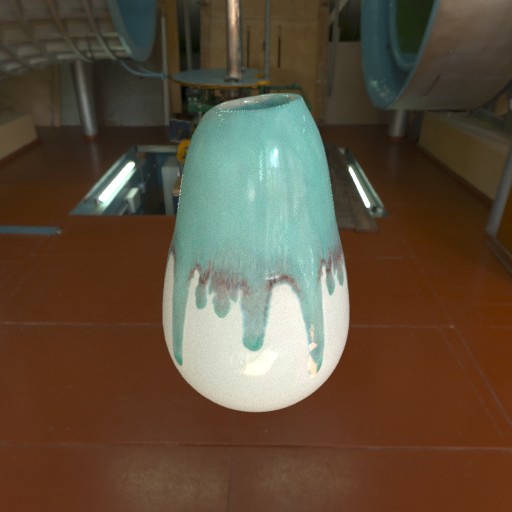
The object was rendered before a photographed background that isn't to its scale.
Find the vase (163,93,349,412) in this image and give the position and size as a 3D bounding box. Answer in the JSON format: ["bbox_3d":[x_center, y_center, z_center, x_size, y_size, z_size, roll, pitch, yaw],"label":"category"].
[{"bbox_3d":[0.000,0.000,0.261,0.116,0.179,0.116,0,30,0],"label":"vase"}]
